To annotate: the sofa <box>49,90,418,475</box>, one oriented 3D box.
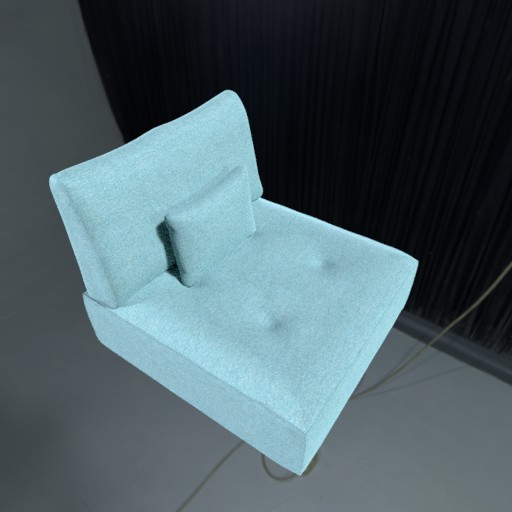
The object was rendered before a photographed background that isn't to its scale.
[{"bbox_3d":[0.000,0.000,1.684,1.000,0.820,0.930,24,46,26],"label":"sofa"}]
